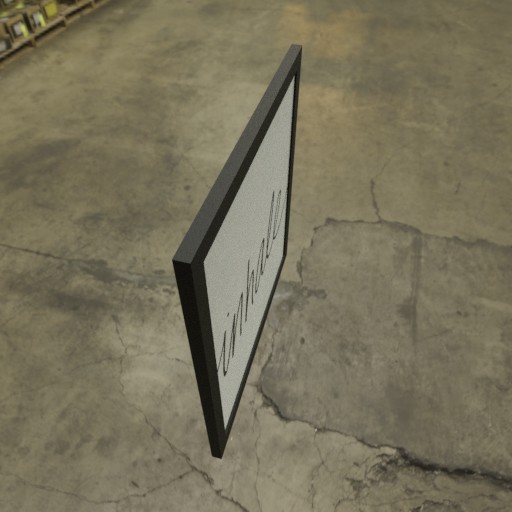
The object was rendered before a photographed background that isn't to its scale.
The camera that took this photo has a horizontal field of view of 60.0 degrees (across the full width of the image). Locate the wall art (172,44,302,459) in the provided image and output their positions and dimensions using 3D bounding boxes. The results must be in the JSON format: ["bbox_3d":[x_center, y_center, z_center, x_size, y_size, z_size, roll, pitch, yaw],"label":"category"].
[{"bbox_3d":[0.000,0.000,0.529,0.013,0.356,0.356,12,48,11],"label":"wall art"}]
